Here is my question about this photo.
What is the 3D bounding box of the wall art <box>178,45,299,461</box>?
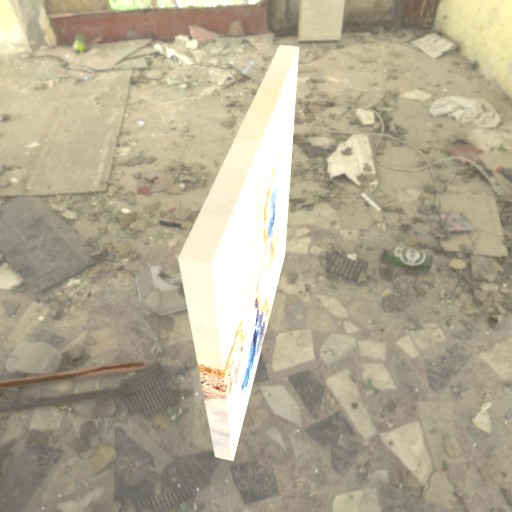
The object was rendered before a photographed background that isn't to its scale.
[{"bbox_3d":[0.000,0.000,1.587,0.071,1.061,1.061,9,47,9],"label":"wall art"}]
